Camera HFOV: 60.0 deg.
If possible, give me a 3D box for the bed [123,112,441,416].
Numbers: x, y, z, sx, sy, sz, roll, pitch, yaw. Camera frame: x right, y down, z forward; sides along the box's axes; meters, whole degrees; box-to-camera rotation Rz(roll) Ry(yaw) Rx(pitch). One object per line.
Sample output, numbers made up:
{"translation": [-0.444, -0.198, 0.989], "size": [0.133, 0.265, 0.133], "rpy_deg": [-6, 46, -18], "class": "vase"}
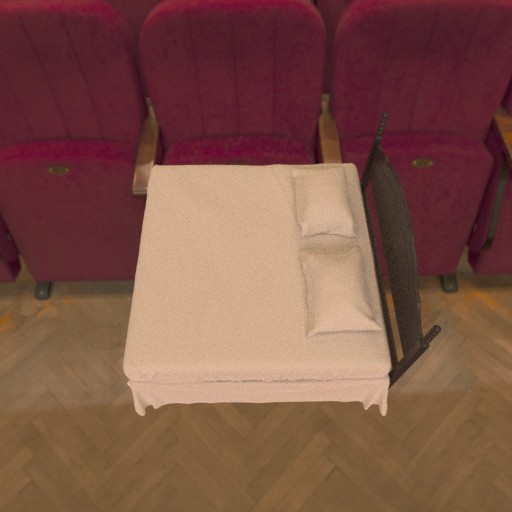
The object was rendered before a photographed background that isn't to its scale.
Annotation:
{"translation": [0.000, 0.000, 3.686], "size": [2.219, 1.355, 2.322], "rpy_deg": [-1, 59, 0], "class": "bed"}
